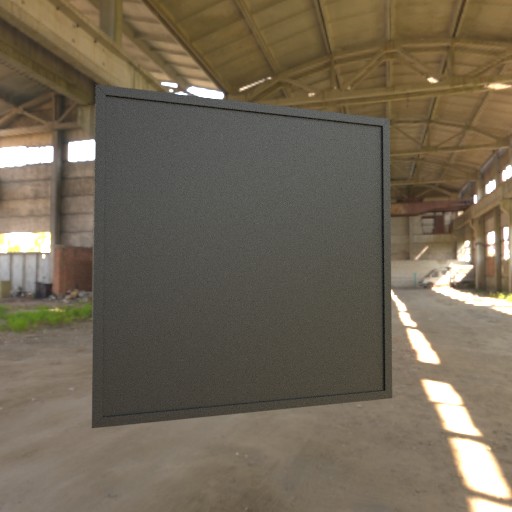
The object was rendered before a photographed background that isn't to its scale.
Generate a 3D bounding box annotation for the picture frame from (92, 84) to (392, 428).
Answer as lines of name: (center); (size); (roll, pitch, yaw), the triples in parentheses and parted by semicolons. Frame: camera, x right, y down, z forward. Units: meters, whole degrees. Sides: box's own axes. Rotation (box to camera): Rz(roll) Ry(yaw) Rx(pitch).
picture frame: (0.000, 0.000, 1.128); (0.775, 0.775, 0.032); (1, -2, -17)
